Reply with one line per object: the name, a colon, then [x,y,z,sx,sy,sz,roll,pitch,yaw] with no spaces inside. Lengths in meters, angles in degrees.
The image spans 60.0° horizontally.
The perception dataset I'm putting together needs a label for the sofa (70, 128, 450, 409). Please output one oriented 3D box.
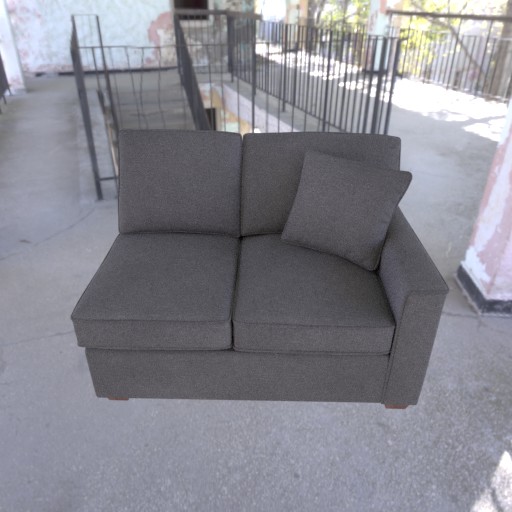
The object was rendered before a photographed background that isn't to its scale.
sofa: [0.000,0.000,2.036,1.388,0.989,0.991,1,30,2]
